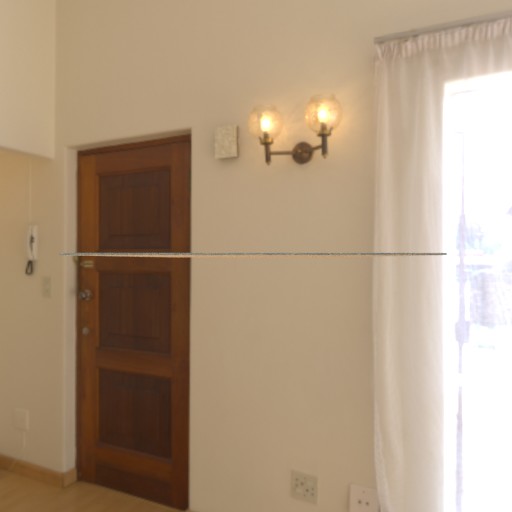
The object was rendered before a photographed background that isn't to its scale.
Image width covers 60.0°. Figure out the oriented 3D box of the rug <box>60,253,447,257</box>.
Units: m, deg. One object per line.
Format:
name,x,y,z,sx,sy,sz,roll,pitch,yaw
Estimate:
rug,0.000,0.000,2.182,1.142,0.006,1.752,0,0,1
